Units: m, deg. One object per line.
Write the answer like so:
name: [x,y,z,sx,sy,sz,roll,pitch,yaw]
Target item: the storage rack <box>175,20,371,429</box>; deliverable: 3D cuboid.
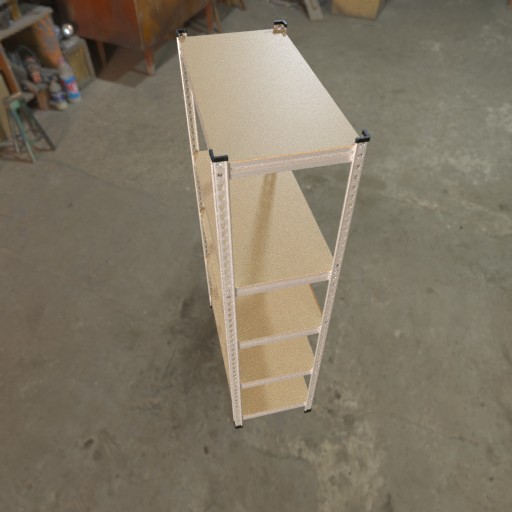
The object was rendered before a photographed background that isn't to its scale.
storage rack: [0.000,0.000,2.184,0.457,1.829,0.914,-10,48,-9]
